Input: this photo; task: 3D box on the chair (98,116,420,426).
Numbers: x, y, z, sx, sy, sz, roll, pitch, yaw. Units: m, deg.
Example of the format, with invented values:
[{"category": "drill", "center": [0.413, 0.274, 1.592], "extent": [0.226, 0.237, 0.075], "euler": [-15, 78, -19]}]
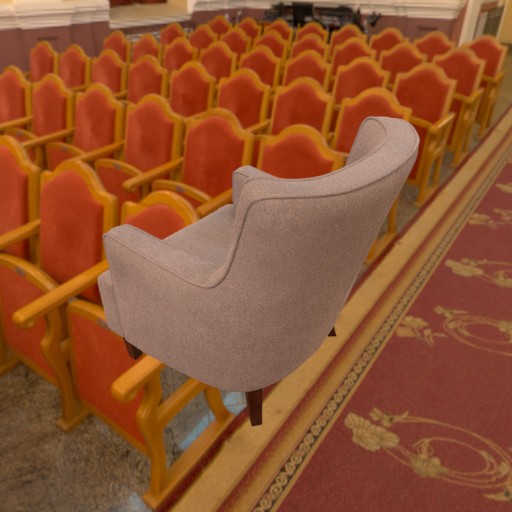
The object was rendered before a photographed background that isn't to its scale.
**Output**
[{"category": "chair", "center": [0.000, 0.000, 1.570], "extent": [0.910, 0.919, 0.781], "euler": [21, 38, 30]}]
